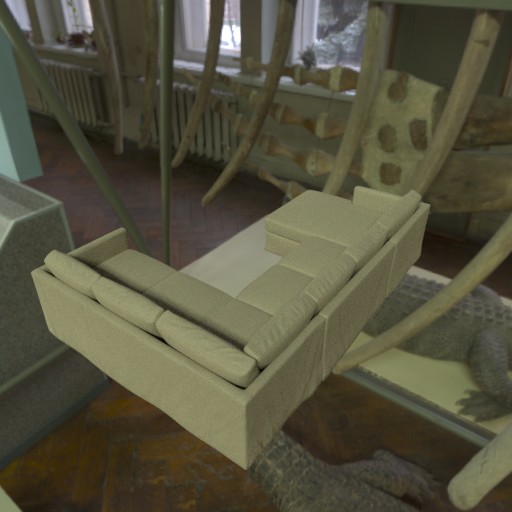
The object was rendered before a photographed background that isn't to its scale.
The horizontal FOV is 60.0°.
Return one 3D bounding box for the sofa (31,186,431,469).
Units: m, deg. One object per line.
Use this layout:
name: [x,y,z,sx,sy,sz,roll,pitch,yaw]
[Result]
sofa: [0.000,0.000,4.620,2.476,0.878,3.528,22,39,30]
